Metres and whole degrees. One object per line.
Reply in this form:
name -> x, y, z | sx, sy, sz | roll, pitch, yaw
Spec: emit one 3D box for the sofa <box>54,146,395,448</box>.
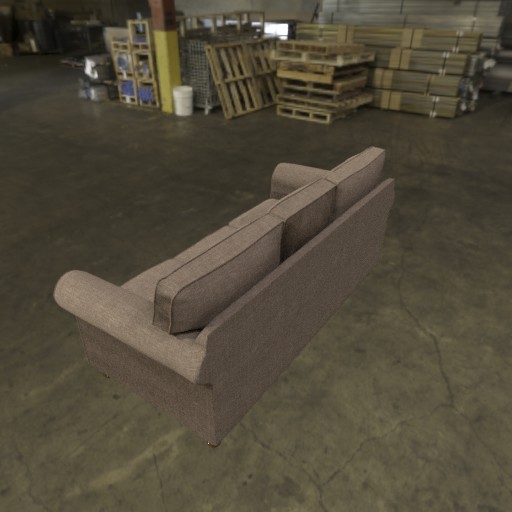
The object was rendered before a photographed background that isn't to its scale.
sofa -> 0.000, 0.000, 2.645 | 0.916, 0.961, 2.084 | 20, 36, 30
